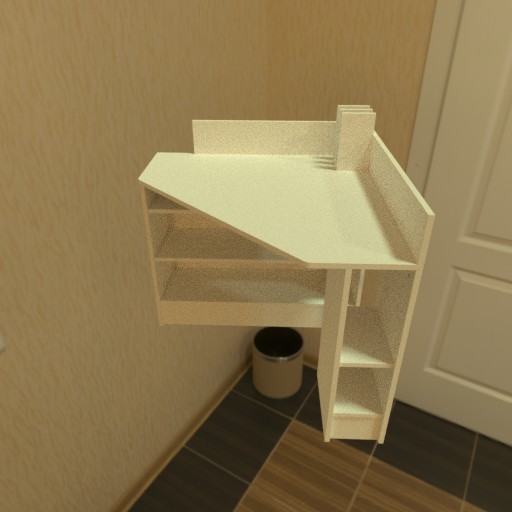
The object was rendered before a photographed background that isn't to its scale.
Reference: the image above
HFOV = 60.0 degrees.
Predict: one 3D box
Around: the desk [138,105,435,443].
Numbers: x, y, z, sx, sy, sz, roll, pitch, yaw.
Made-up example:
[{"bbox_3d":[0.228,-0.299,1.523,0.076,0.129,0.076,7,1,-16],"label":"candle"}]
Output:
[{"bbox_3d":[0.000,0.000,1.747,0.940,0.986,0.940,1,31,2],"label":"desk"}]
